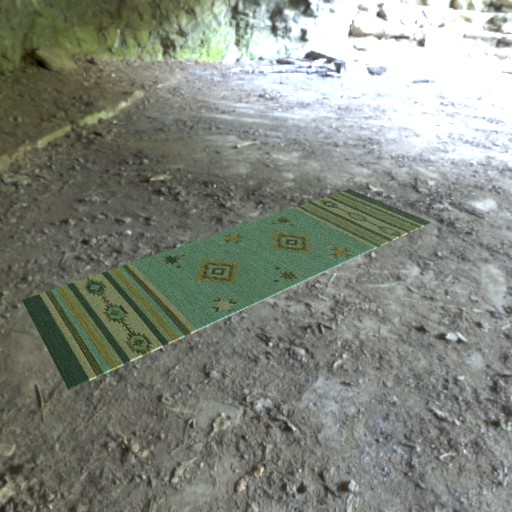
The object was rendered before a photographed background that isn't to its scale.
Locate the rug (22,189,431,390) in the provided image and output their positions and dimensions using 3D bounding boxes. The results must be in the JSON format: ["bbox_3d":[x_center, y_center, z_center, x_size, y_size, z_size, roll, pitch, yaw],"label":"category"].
[{"bbox_3d":[0.000,0.000,2.651,2.441,0.010,0.744,-21,37,-31],"label":"rug"}]
